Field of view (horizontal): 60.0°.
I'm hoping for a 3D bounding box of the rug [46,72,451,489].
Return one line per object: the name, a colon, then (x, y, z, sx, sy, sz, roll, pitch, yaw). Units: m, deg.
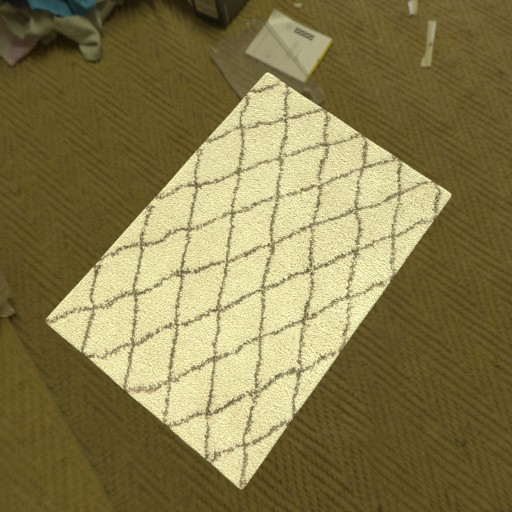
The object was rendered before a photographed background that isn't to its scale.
rug: (0.000, 0.000, 2.236, 1.219, 0.030, 1.778, 37, 78, 9)
